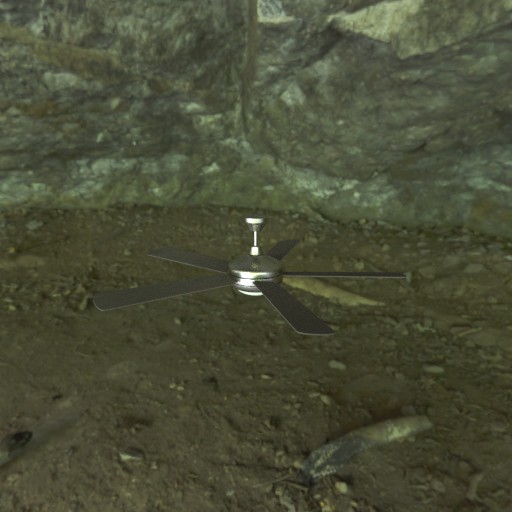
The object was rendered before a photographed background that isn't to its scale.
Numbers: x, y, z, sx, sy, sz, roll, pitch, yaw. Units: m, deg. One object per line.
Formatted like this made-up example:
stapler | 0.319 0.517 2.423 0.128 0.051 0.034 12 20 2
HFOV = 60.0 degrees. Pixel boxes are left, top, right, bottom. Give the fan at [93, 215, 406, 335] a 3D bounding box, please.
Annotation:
fan | 0.000 0.000 1.986 1.321 0.356 1.321 -2 15 -7
